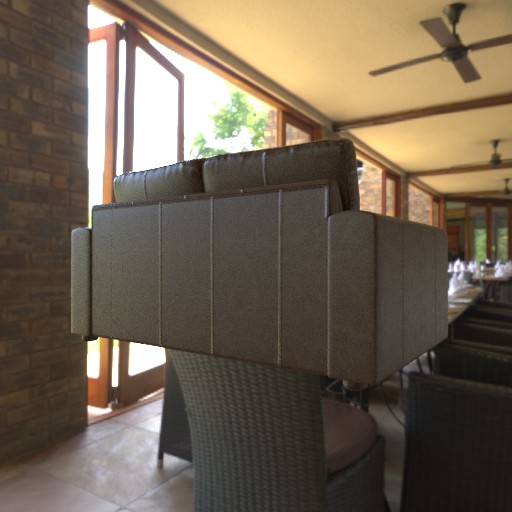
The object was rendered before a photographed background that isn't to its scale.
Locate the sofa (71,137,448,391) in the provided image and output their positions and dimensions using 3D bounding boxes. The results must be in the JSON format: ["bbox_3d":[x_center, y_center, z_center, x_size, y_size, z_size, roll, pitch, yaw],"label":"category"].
[{"bbox_3d":[0.000,0.000,2.217,1.616,0.873,1.016,0,0,35],"label":"sofa"}]
